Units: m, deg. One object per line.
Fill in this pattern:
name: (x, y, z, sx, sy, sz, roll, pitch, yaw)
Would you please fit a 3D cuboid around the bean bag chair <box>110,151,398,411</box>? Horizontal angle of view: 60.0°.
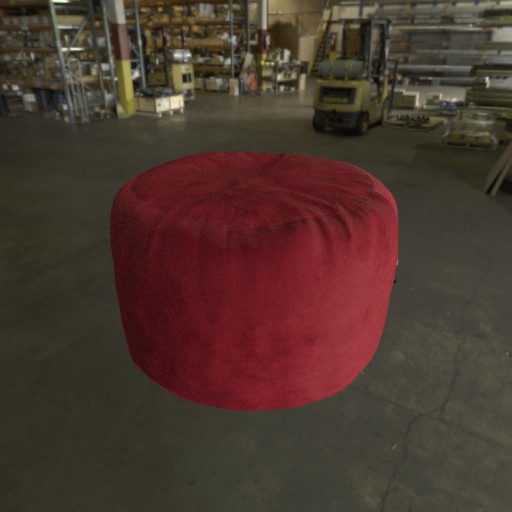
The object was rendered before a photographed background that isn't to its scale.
bean bag chair: (0.000, 0.000, 1.980, 1.219, 0.762, 1.219, 0, 26, 0)
